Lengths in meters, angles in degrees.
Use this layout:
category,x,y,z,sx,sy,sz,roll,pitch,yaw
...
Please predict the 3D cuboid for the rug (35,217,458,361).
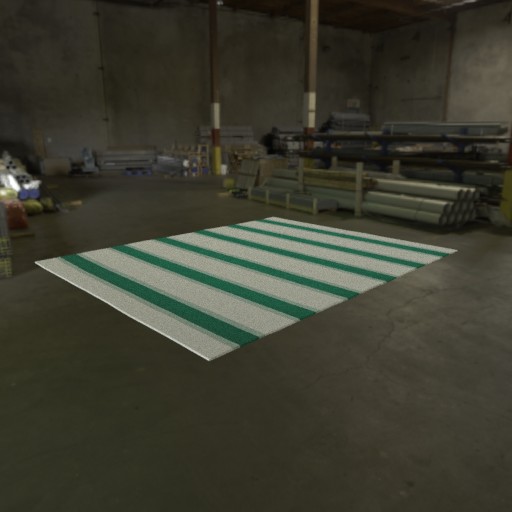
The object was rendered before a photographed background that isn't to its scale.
category,x,y,z,sx,sy,sz,roll,pitch,yaw
rug,0.000,0.000,4.058,3.041,0.019,2.434,-15,21,-42
